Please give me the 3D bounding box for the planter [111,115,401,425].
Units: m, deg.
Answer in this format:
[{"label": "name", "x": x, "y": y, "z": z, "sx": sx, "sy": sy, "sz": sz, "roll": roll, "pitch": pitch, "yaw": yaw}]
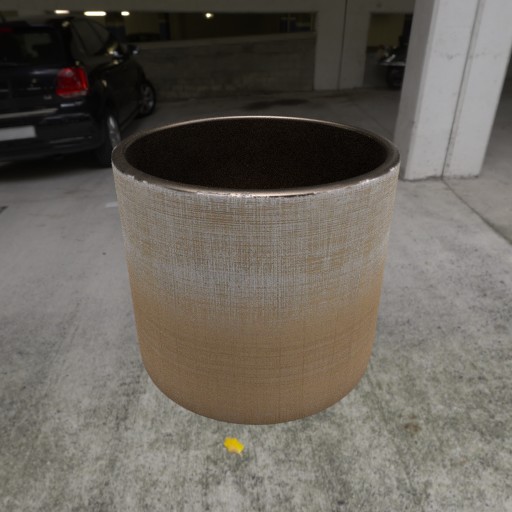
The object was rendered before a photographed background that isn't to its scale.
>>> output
[{"label": "planter", "x": 0.000, "y": 0.000, "z": 0.392, "sx": 0.221, "sy": 0.201, "sz": 0.221, "roll": 0, "pitch": 29, "yaw": 0}]
